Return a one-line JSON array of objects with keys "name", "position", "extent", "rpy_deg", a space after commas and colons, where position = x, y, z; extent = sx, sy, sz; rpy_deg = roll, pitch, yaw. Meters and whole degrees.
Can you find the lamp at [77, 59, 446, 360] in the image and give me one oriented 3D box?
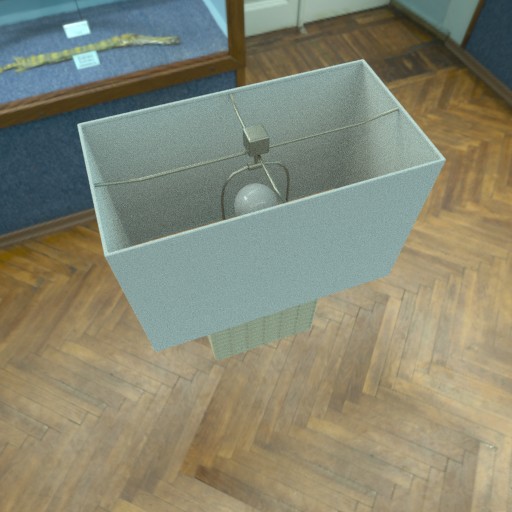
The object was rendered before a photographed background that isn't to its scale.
[{"name": "lamp", "position": [0.000, 0.000, 0.715], "extent": [0.380, 0.515, 0.200], "rpy_deg": [-17, 59, -11]}]
